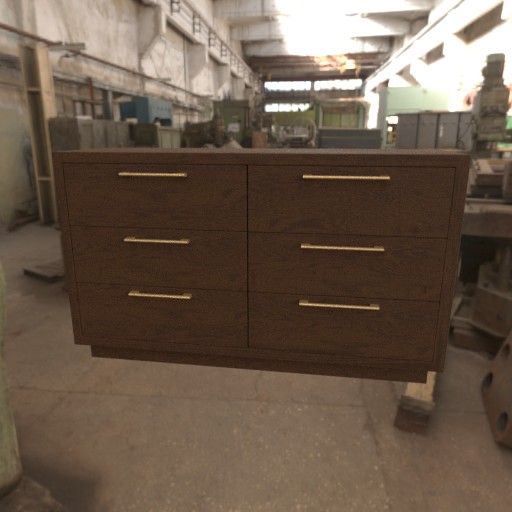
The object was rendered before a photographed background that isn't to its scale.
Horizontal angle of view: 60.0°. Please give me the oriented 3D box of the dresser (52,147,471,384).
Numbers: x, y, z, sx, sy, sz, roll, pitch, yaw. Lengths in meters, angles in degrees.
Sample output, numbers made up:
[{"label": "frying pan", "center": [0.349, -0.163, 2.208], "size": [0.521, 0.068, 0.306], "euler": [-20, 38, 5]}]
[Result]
[{"label": "dresser", "center": [0.000, 0.000, 1.920], "size": [1.523, 0.889, 0.512], "euler": [2, 16, 9]}]
